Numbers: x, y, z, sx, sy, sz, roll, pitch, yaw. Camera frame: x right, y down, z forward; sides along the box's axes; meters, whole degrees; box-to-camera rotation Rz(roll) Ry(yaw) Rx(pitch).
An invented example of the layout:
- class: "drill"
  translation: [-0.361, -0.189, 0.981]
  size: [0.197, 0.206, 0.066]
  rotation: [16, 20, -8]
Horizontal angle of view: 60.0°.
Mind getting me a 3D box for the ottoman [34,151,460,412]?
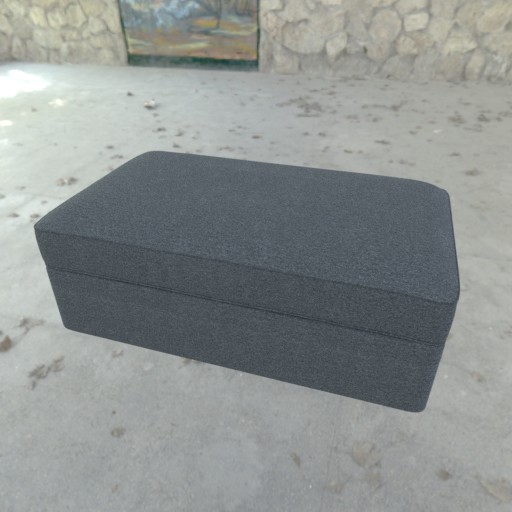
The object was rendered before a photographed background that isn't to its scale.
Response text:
- class: "ottoman"
  translation: [0.000, 0.000, 1.499]
  size: [1.173, 0.494, 0.681]
  rotation: [10, 34, 15]
